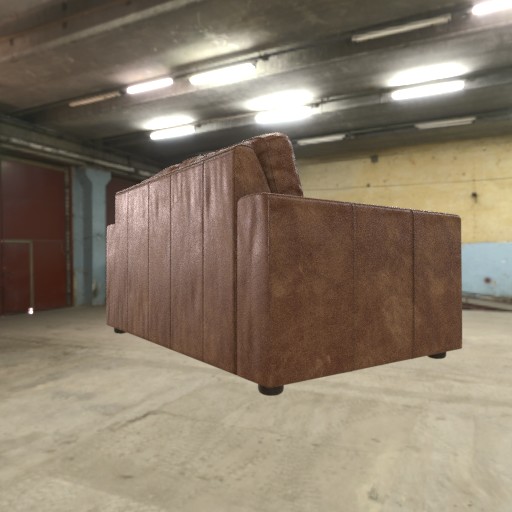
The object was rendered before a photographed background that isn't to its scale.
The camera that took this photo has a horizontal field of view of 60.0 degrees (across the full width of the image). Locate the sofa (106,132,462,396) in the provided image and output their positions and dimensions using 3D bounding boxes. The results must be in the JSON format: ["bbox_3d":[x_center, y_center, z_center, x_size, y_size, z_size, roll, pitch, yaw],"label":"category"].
[{"bbox_3d":[0.000,0.000,2.259,1.041,0.889,1.626,0,-1,-35],"label":"sofa"}]
